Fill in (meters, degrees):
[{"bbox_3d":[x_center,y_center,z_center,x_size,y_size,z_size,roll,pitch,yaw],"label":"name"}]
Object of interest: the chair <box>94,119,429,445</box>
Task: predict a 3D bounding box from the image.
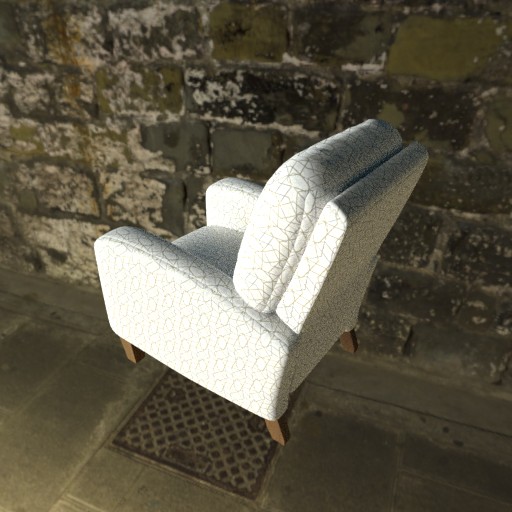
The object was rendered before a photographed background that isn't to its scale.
[{"bbox_3d":[0.000,0.000,1.747,0.995,1.064,0.796,20,37,30],"label":"chair"}]
